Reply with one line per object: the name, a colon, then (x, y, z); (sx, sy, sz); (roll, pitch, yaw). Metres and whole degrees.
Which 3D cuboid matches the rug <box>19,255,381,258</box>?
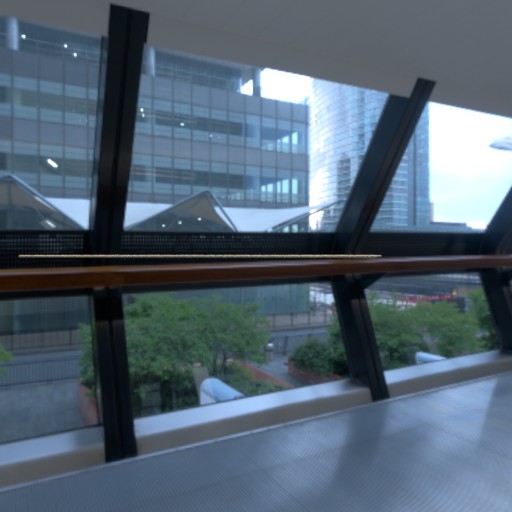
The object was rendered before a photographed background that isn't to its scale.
rug: (0.000, 0.000, 2.277); (1.220, 0.007, 1.828); (0, 0, 16)
